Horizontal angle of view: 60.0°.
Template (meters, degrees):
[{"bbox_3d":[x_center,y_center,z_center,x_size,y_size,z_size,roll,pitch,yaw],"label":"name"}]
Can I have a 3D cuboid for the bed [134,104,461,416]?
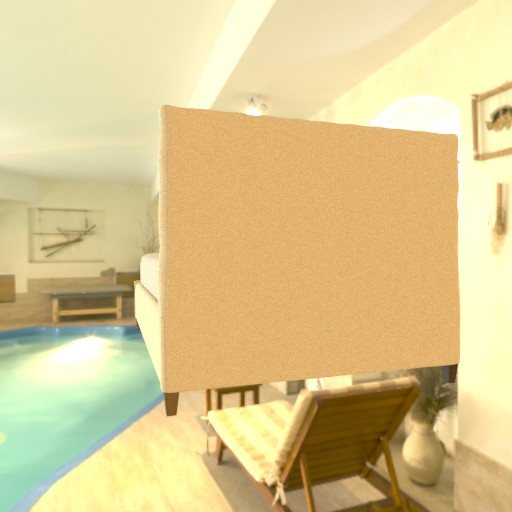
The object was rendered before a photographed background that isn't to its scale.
[{"bbox_3d":[0.000,0.000,3.378,1.698,1.427,2.387,0,1,-18],"label":"bed"}]
